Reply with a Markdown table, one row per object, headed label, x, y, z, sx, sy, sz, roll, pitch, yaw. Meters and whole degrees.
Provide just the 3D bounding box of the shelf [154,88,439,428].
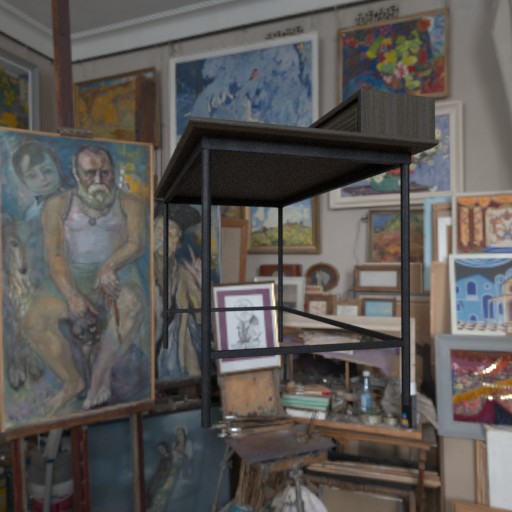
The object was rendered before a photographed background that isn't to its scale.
| label | x | y | z | sx | sy | sz | roll | pitch | yaw |
| --- | --- | --- | --- | --- | --- | --- | --- | --- | --- |
| shelf | 0.000 | 0.000 | 1.696 | 0.685 | 0.865 | 1.212 | 0 | -1 | -17 |
